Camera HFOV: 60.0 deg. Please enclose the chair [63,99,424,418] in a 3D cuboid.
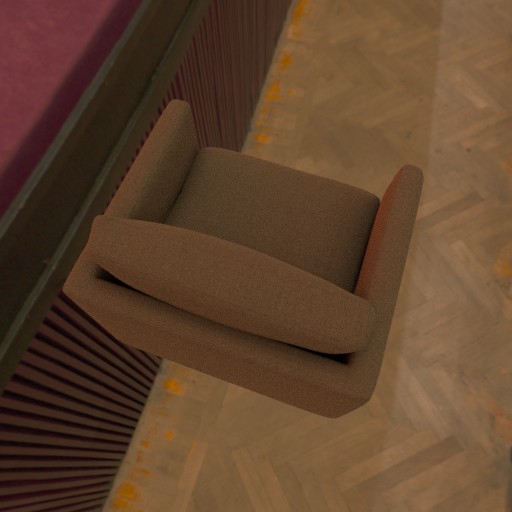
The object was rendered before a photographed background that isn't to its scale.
[{"bbox_3d":[0.000,0.000,1.849,1.107,0.963,0.959,18,67,8],"label":"chair"}]
